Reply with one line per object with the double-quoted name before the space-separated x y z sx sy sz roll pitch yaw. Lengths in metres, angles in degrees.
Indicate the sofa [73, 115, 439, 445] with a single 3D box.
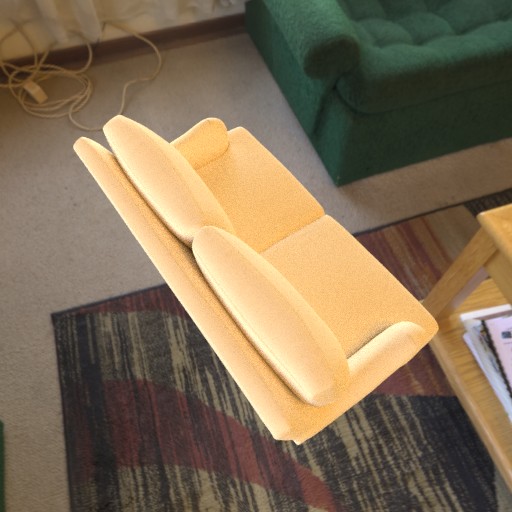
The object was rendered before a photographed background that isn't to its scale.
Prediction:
"sofa" 0.000 0.000 2.473 1.084 1.101 1.853 -32 64 -17
